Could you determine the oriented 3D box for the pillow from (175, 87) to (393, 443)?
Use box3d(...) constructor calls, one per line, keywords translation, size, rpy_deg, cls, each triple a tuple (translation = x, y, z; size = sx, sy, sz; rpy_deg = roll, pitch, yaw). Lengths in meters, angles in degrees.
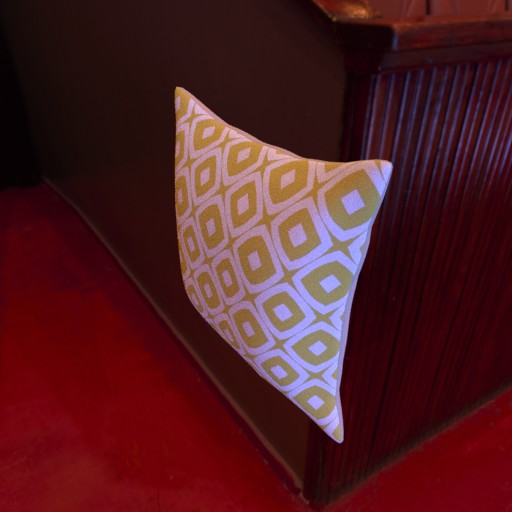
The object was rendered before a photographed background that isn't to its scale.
box3d(translation=(0.000, 0.000, 0.785), size=(0.188, 0.494, 0.504), rpy_deg=(-21, 38, -30), cls="pillow")
